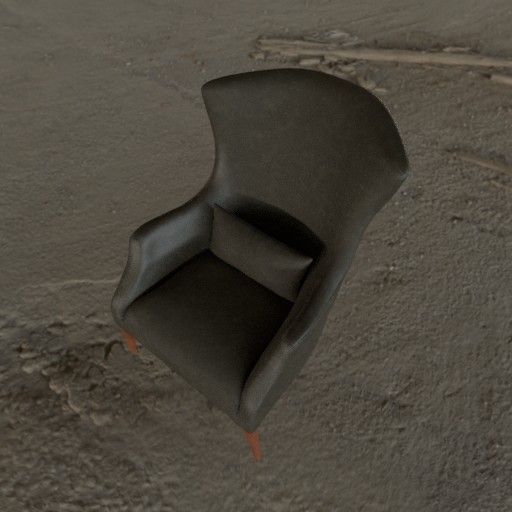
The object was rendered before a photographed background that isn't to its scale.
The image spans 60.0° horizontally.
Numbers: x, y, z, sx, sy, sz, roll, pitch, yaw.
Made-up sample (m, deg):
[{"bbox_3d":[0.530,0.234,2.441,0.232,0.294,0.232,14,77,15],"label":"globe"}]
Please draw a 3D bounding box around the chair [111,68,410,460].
[{"bbox_3d":[0.000,0.000,1.711,0.819,1.068,0.954,31,55,25],"label":"chair"}]
